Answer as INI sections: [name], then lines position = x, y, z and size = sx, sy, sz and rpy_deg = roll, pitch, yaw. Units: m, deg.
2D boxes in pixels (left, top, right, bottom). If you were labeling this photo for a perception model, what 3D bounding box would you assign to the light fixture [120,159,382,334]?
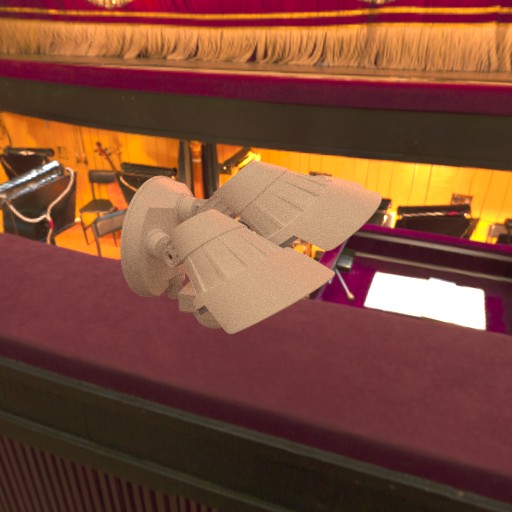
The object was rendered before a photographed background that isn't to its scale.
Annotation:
[light fixture]
position = 0.000, 0.000, 0.547
size = 0.278, 0.237, 0.369
rpy_deg = 10, 29, 17
